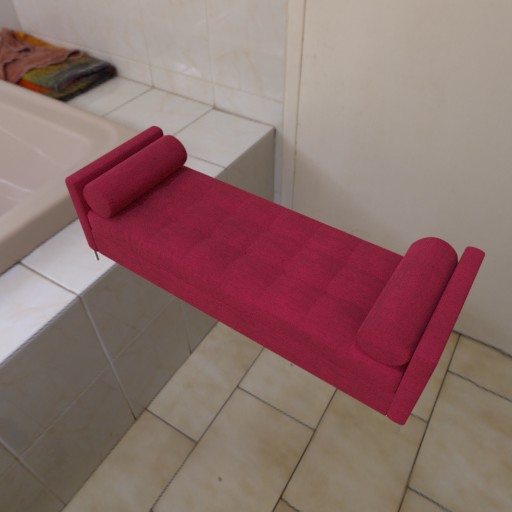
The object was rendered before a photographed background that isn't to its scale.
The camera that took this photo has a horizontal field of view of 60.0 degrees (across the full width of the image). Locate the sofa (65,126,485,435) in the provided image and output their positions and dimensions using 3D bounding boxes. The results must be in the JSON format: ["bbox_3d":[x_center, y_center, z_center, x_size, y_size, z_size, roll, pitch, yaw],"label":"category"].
[{"bbox_3d":[0.000,0.000,2.341,1.981,0.635,0.686,26,51,23],"label":"sofa"}]
